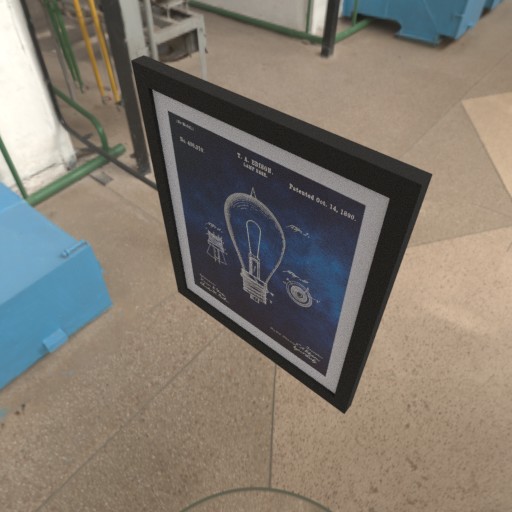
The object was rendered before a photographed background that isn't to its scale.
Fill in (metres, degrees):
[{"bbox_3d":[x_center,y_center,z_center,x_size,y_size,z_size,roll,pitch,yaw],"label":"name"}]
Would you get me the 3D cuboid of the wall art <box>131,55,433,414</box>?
[{"bbox_3d":[0.000,0.000,0.700,0.428,0.505,0.023,32,54,26],"label":"wall art"}]
